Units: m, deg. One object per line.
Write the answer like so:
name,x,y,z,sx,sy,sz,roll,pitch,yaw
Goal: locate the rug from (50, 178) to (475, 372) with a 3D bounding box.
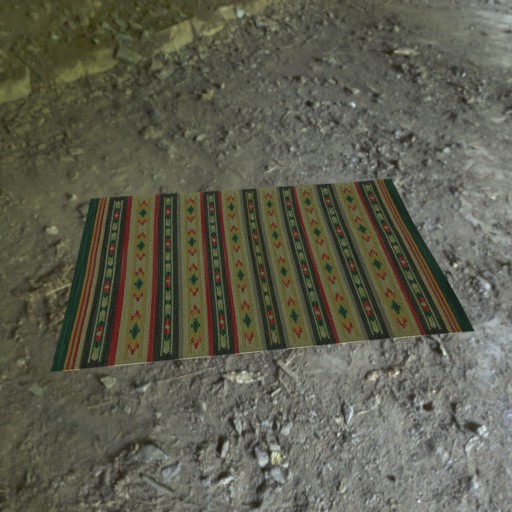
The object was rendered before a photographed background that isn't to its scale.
rug,0.000,0.000,3.054,2.447,0.011,1.520,-5,46,-4
